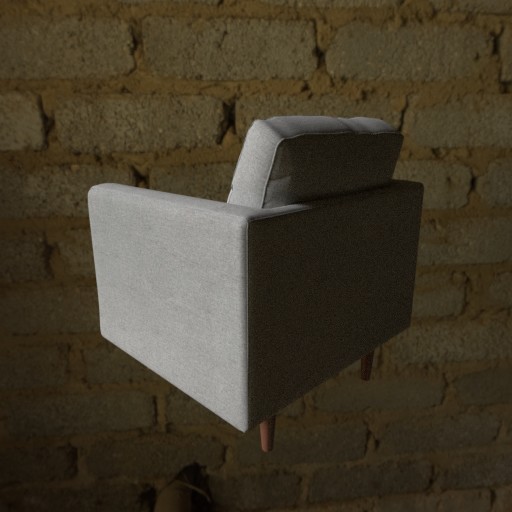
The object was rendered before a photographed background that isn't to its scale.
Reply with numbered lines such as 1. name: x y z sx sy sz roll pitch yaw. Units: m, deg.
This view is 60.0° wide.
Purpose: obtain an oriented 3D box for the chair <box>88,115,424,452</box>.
1. chair: 0.000 0.000 1.545 0.855 0.927 0.800 -16 23 -42
